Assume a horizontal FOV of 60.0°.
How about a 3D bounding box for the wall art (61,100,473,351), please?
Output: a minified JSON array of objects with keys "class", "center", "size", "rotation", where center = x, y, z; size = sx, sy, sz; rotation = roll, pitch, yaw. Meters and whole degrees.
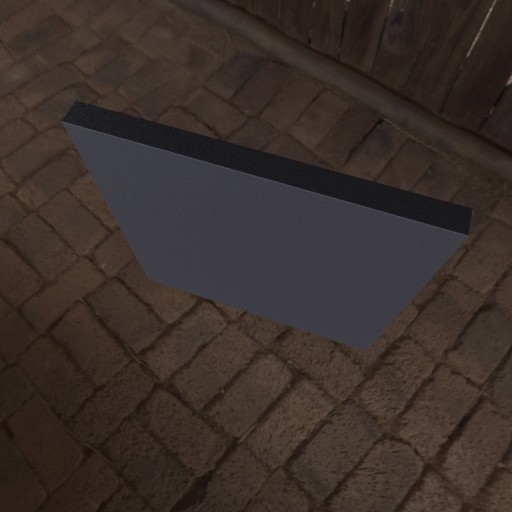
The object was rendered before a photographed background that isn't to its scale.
[{"class":"wall art","center":[0.000,0.000,0.758],"size":[0.507,0.507,0.038],"rotation":[17,65,8]}]
